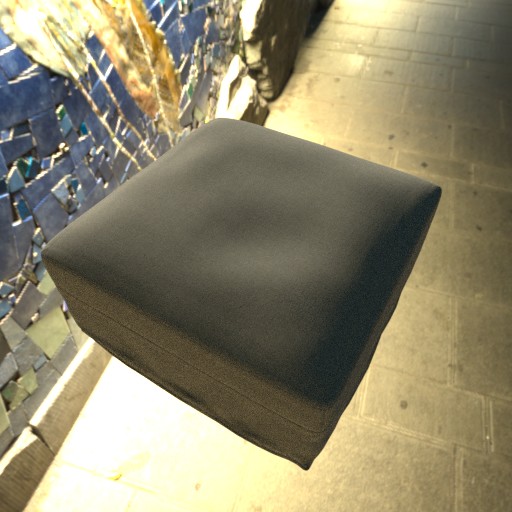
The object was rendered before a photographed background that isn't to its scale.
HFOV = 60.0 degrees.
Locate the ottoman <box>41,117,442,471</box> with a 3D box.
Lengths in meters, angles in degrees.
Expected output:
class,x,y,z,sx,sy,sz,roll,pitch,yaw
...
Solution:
class,x,y,z,sx,sy,sz,roll,pitch,yaw
ottoman,0.000,0.000,1.341,0.840,0.436,0.843,24,51,21
